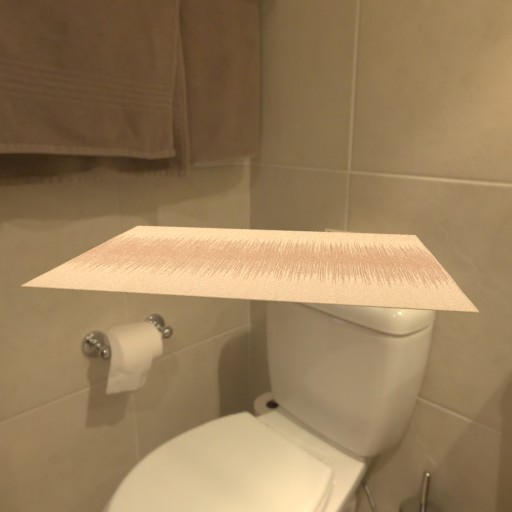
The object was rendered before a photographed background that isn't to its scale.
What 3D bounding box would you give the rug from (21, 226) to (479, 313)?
[{"bbox_3d":[0.000,0.000,2.340,1.850,0.006,1.234,2,16,8],"label":"rug"}]
